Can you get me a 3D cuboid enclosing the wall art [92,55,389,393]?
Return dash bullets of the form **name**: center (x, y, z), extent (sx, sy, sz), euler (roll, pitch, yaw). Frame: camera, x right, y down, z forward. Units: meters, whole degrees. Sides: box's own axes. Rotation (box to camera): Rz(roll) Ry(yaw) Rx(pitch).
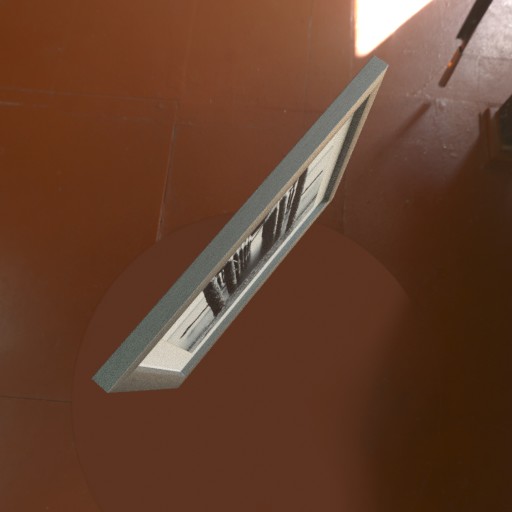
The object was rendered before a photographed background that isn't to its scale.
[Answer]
- **wall art**: center (0.000, 0.000, 0.773), extent (0.028, 0.457, 0.556), euler (38, 77, 10)
